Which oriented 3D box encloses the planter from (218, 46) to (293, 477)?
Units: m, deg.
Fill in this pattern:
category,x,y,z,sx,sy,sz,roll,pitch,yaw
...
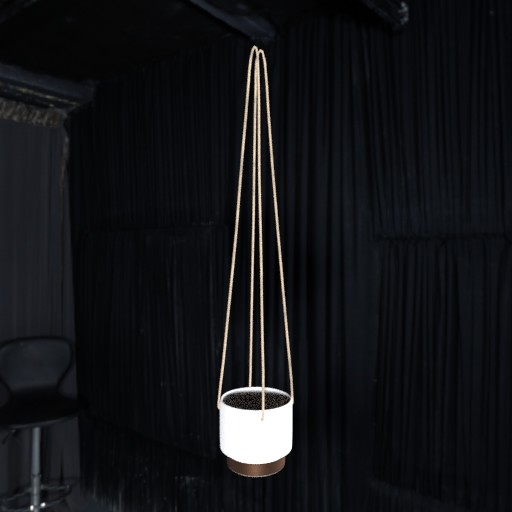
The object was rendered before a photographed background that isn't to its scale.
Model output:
category,x,y,z,sx,sy,sz,roll,pitch,yaw
planter,0.000,0.000,0.896,0.146,0.841,0.146,1,1,35
